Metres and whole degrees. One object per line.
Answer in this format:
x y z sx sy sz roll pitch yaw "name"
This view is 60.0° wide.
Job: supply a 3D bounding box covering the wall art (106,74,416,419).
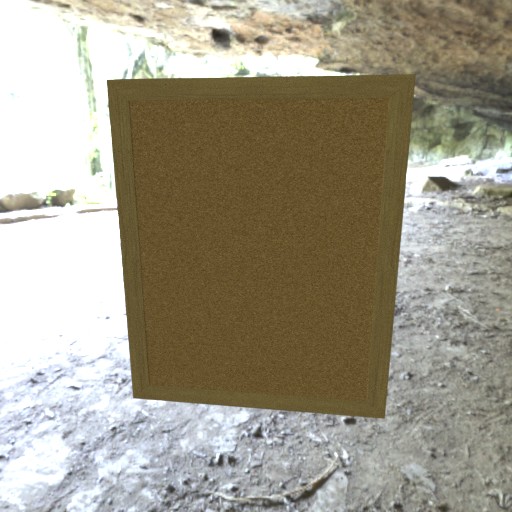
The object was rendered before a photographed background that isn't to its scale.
0.000 0.000 0.508 0.312 0.380 0.030 2 16 7 "wall art"
